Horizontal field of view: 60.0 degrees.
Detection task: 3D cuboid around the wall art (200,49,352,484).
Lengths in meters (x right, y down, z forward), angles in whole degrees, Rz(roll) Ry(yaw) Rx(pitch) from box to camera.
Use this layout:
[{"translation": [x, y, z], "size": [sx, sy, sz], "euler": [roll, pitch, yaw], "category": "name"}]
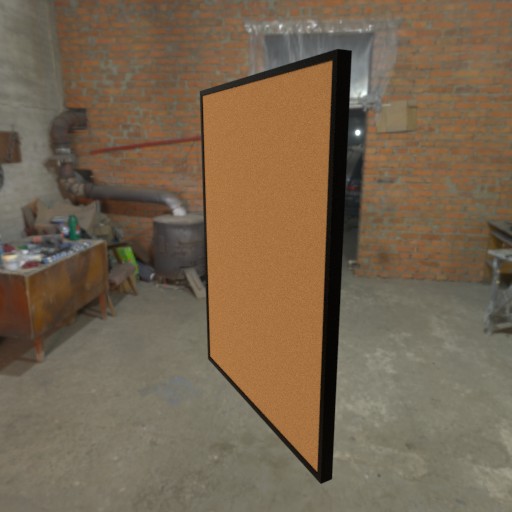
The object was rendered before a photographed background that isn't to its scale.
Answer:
[{"translation": [0.000, 0.000, 1.398], "size": [0.040, 1.062, 0.805], "euler": [-7, 15, -27], "category": "wall art"}]
